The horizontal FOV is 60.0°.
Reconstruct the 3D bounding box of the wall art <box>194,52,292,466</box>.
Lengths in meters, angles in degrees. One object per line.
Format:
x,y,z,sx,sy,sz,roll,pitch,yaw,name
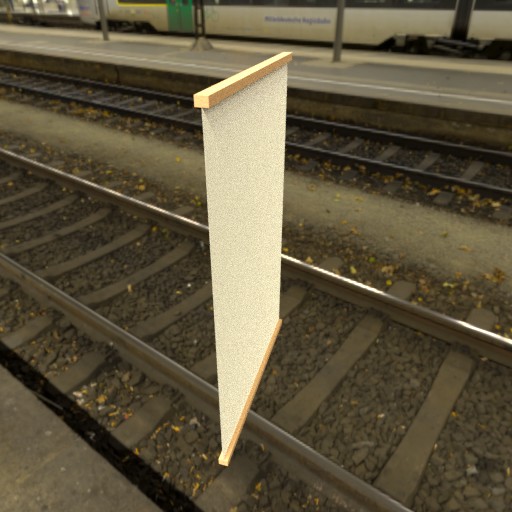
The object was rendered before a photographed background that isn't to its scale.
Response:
0.000,0.000,1.295,0.027,1.020,0.669,9,32,14,wall art
